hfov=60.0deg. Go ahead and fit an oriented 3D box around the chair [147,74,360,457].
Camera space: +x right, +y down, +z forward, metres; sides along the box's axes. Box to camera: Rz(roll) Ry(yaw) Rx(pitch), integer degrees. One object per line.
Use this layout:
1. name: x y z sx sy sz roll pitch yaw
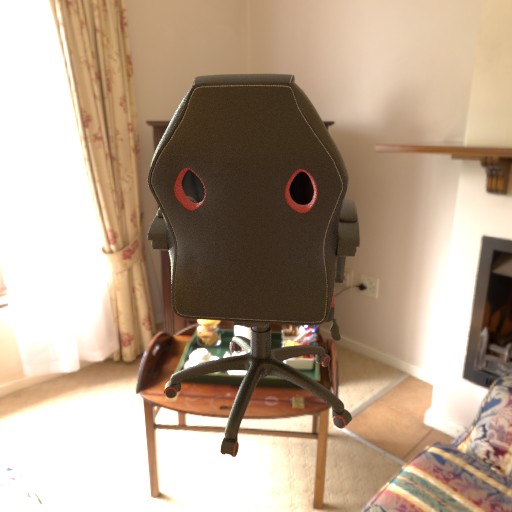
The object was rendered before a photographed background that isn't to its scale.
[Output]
1. chair: 0.000 0.000 1.660 0.750 1.189 0.783 2 16 7
